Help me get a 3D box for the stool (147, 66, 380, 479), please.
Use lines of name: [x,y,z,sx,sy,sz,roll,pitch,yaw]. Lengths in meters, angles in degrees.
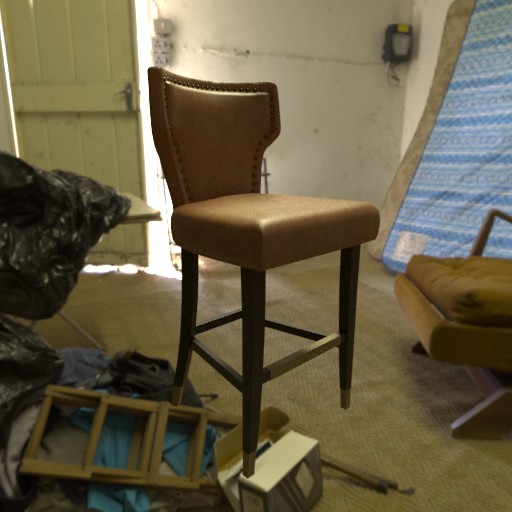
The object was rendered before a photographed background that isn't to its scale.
stool: [0.000,0.000,1.388,0.526,1.092,0.563,-14,20,-43]
